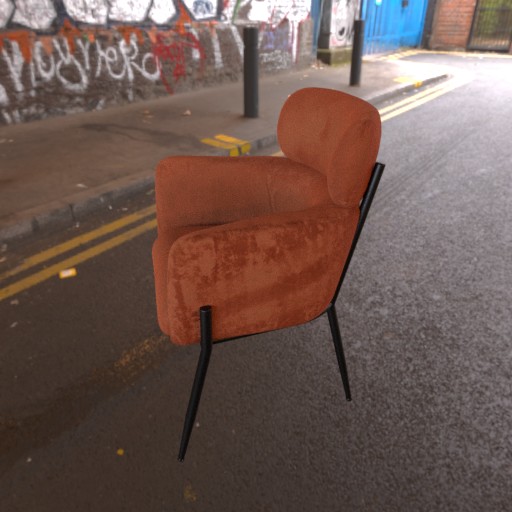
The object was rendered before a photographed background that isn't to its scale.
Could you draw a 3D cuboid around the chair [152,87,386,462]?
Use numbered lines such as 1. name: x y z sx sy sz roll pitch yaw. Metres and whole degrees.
1. chair: 0.000 0.000 1.146 0.523 0.772 0.561 -7 30 -12
